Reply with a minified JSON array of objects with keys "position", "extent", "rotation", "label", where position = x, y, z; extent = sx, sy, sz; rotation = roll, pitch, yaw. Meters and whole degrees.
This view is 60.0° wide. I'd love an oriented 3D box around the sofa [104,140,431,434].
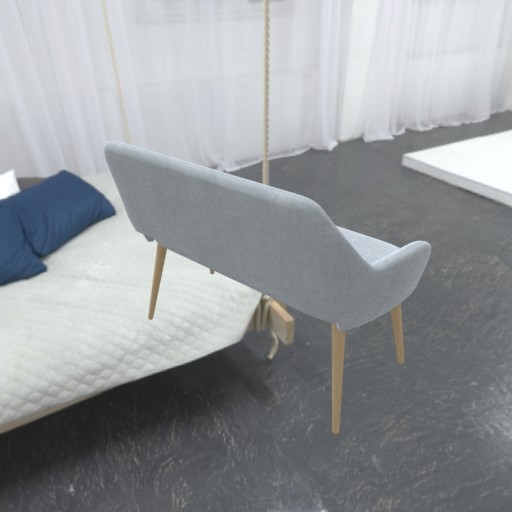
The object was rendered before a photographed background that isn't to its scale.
[{"position":[0.000,0.000,1.614],"extent":[1.150,0.840,0.610],"rotation":[22,37,33],"label":"sofa"}]
